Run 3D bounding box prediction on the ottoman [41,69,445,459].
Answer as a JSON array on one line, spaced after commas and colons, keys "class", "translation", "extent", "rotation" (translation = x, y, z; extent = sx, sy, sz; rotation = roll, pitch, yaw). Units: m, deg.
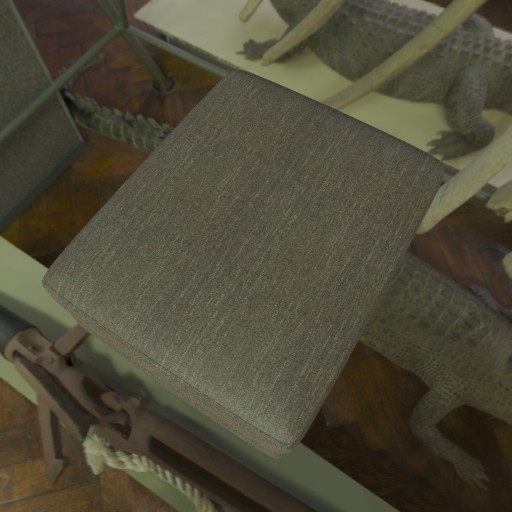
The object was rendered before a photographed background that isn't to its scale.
[{"class": "ottoman", "translation": [0.000, 0.000, 1.214], "extent": [0.671, 0.490, 0.820], "rotation": [30, 68, 14]}]
